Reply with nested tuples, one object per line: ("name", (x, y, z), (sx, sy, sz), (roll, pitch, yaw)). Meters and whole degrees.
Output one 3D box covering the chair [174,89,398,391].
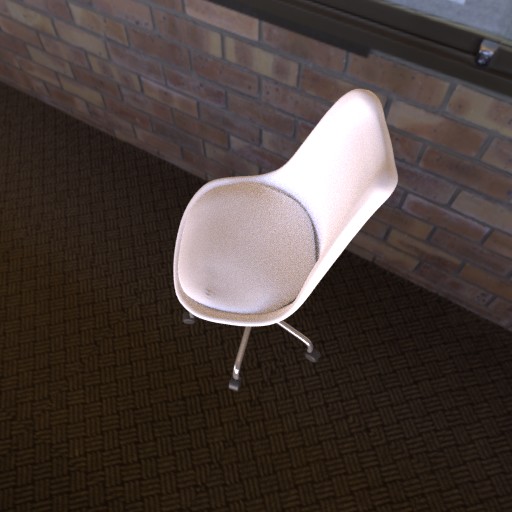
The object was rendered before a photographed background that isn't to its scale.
("chair", (0.000, 0.000, 1.285), (0.550, 0.930, 0.550), (0, 59, 0))
